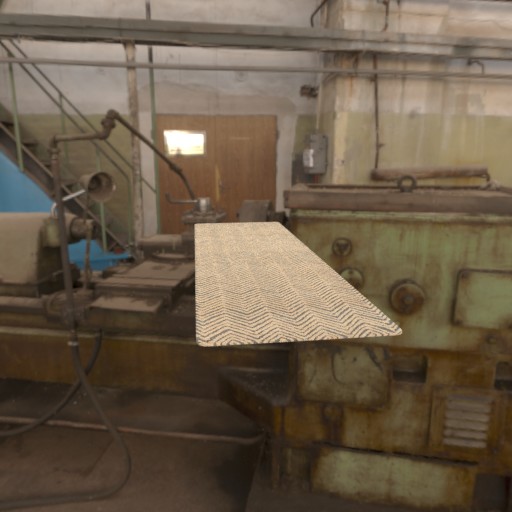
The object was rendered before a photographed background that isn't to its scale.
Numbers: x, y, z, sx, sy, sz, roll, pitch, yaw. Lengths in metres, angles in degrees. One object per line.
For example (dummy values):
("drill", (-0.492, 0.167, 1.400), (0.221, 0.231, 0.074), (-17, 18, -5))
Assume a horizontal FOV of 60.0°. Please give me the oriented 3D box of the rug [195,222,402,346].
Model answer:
("rug", (0.000, 0.000, 2.517), (0.686, 0.008, 2.286), (-2, 14, -8))
